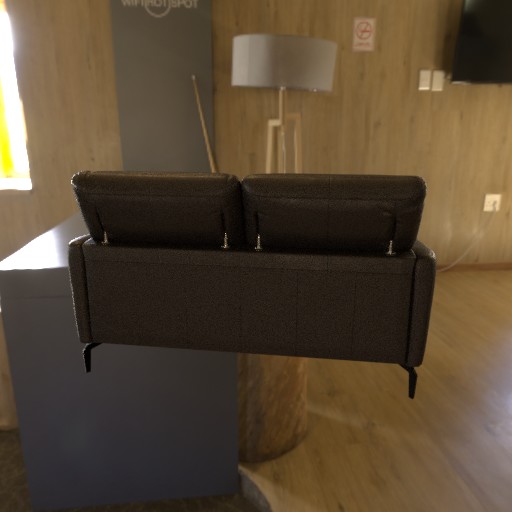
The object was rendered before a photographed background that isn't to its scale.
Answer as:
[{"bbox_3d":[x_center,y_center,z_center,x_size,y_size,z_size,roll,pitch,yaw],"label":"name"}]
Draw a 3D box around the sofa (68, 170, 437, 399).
[{"bbox_3d":[0.000,0.000,2.252,1.596,0.920,0.958,2,17,8],"label":"sofa"}]
